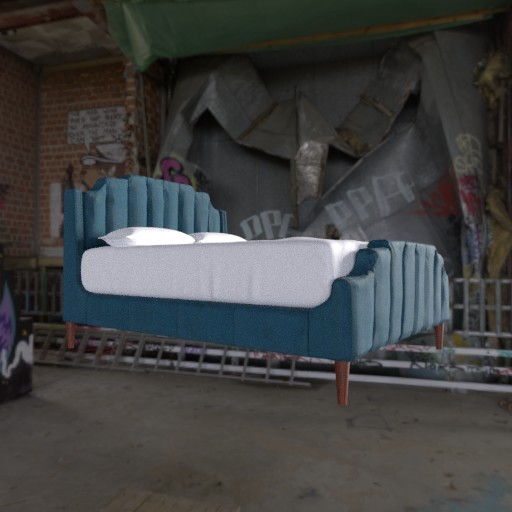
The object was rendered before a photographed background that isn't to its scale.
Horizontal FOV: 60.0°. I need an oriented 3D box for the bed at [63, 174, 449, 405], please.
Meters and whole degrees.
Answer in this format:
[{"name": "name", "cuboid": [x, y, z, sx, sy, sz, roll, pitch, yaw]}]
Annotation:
[{"name": "bed", "cuboid": [0.000, 0.000, 3.240, 2.322, 1.351, 1.676, -1, -1, 37]}]
